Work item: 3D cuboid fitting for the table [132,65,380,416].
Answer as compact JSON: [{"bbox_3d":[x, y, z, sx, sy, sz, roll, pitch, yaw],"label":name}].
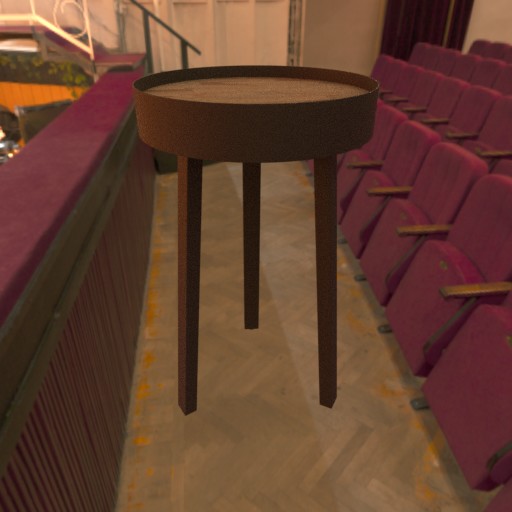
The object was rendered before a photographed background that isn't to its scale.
[{"bbox_3d":[0.000,0.000,0.920,0.406,0.686,0.406,-1,30,-3],"label":"table"}]
